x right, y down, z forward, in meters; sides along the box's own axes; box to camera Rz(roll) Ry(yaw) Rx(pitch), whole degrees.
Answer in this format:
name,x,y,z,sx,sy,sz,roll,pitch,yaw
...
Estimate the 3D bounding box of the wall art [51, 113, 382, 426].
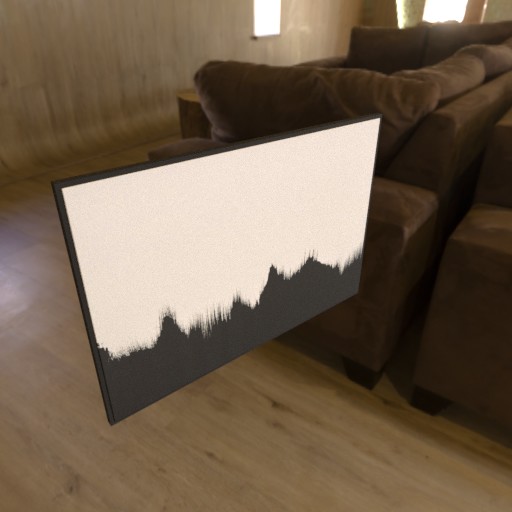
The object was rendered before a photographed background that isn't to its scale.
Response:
name,x,y,z,sx,sy,sz,roll,pitch,yaw
wall art,0.000,0.000,1.531,1.190,0.805,0.028,-22,36,-33
